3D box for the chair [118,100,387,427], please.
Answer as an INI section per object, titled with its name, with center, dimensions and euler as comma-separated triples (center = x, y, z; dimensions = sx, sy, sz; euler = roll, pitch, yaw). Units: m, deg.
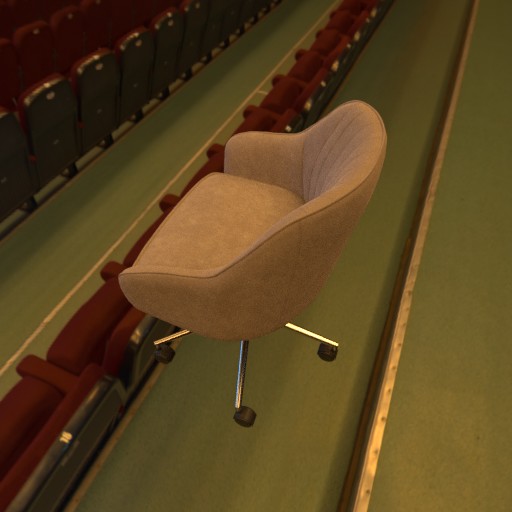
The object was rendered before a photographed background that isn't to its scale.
[chair]
center = 0.000, 0.000, 1.268
dimensions = 0.573, 0.831, 0.635
euler = 16, 49, 15
